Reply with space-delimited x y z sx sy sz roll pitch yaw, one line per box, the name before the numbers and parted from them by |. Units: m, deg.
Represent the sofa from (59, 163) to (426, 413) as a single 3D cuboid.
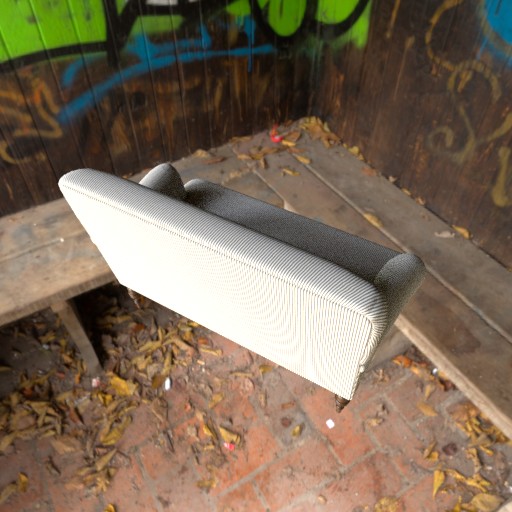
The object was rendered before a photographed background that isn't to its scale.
sofa | 0.000 0.000 1.868 1.297 0.889 0.779 23 51 20
